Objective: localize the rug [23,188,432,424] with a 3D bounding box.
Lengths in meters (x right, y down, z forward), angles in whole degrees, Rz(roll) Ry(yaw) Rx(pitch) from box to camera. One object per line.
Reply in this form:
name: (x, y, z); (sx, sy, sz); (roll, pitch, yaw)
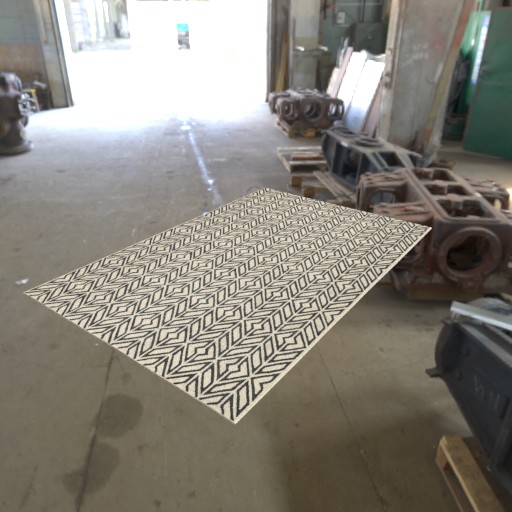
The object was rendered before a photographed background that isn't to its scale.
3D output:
rug: (0.000, 0.000, 2.292); (1.220, 0.007, 1.828); (19, 33, 32)
